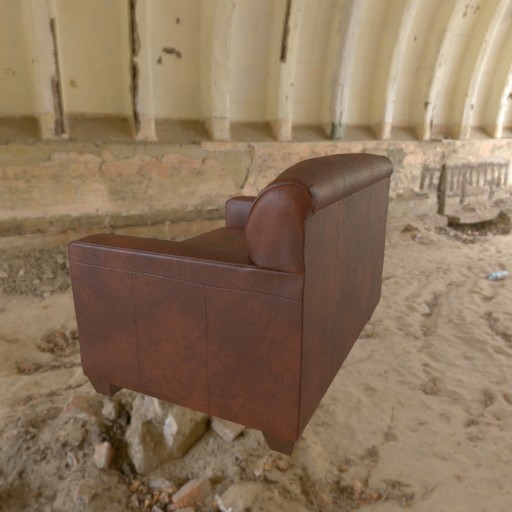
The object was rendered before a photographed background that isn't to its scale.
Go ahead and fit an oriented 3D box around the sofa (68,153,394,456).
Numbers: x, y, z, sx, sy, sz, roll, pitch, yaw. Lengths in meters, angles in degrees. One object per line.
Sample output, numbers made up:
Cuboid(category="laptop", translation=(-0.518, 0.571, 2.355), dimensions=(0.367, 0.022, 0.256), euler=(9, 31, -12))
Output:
Cuboid(category="sofa", translation=(0.000, 0.000, 2.099), dimensions=(1.000, 0.956, 1.413), euler=(7, 17, 25))
